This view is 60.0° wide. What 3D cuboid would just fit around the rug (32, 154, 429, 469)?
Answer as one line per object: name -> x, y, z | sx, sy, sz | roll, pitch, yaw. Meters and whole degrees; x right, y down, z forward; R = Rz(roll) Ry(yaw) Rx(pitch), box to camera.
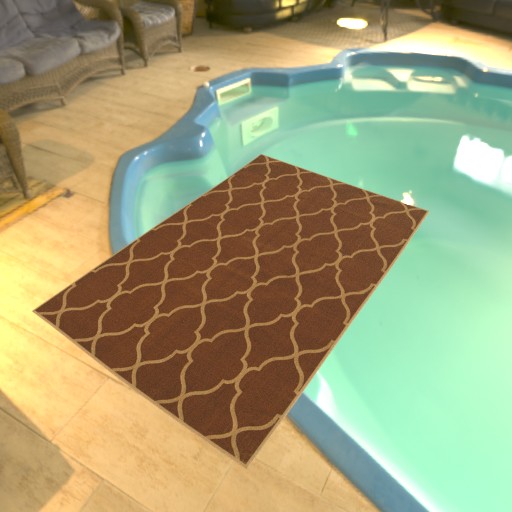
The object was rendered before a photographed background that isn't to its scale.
rug -> 0.000, 0.000, 2.883 | 1.526, 0.014, 2.290 | 25, 47, 26
